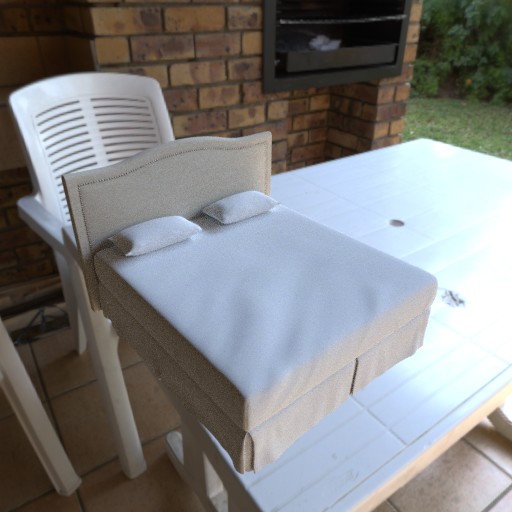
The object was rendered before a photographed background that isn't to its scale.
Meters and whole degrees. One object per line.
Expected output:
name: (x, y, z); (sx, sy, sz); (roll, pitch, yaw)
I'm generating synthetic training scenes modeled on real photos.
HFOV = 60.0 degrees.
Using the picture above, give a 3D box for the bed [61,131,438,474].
bed: (0.000, 0.000, 3.527); (2.083, 1.421, 2.182); (-22, 37, -34)
